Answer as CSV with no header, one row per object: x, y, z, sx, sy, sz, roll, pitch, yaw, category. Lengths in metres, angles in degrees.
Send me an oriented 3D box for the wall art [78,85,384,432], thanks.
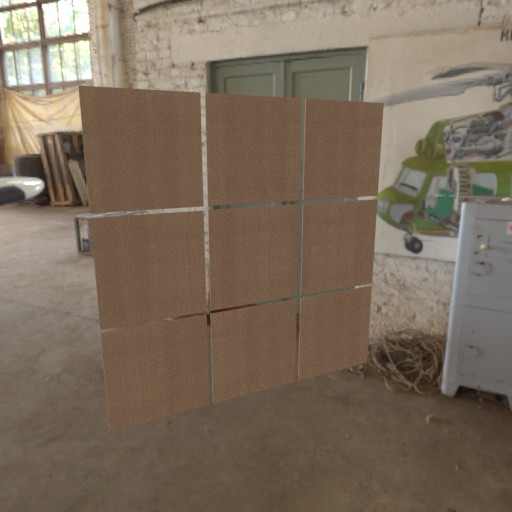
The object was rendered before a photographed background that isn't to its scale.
0.000,0.000,2.200,1.517,1.505,0.002,-7,15,-26,wall art
